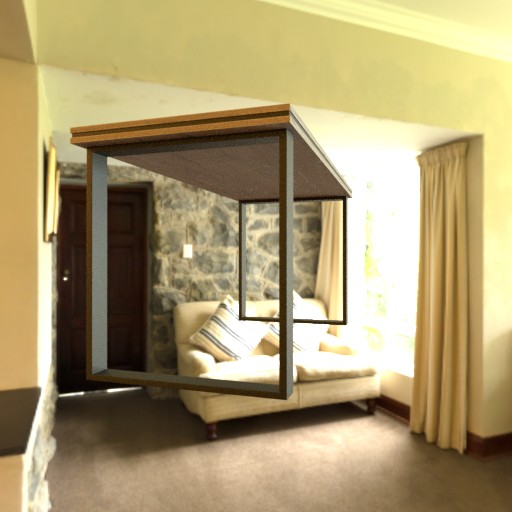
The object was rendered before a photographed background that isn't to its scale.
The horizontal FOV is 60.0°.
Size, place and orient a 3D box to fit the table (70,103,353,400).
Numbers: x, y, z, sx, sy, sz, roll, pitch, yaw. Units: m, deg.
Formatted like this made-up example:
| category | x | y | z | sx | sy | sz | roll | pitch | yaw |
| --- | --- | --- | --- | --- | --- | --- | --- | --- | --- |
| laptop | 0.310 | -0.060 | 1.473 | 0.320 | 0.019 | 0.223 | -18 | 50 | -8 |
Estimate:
| category | x | y | z | sx | sy | sz | roll | pitch | yaw |
| --- | --- | --- | --- | --- | --- | --- | --- | --- | --- |
| table | 0.000 | 0.000 | 2.278 | 0.795 | 0.899 | 1.778 | 0 | 0 | 18 |
